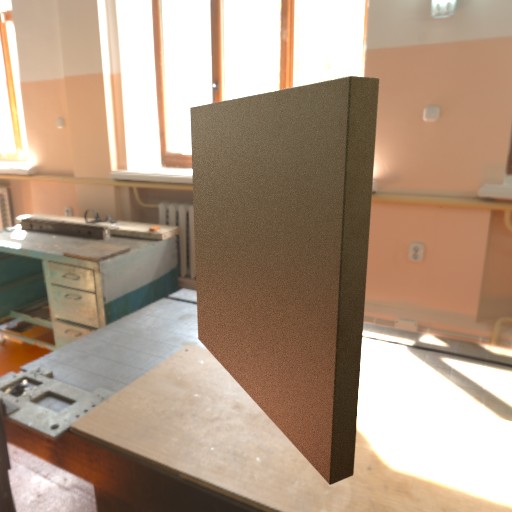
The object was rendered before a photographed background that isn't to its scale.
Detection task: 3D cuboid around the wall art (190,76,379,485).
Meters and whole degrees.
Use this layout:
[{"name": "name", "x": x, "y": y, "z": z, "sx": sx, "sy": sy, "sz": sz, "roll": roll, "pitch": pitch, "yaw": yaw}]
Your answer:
[{"name": "wall art", "x": 0.000, "y": 0.000, "z": 0.747, "sx": 0.040, "sy": 0.506, "sz": 0.503, "roll": -7, "pitch": 16, "yaw": -26}]
